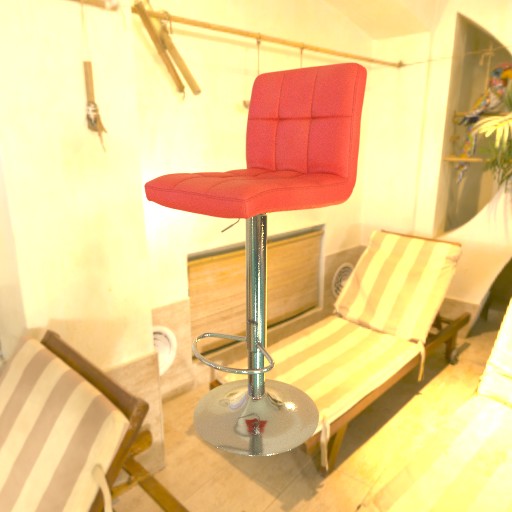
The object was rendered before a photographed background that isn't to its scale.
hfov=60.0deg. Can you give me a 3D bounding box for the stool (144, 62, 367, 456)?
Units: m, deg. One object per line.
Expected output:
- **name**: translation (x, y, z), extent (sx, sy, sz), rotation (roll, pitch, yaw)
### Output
- **stool**: translation (0.000, 0.000, 1.359), extent (0.430, 1.115, 0.505), rotation (14, 21, 42)
